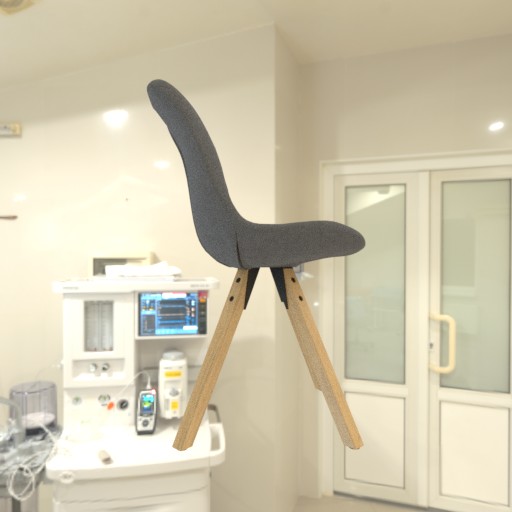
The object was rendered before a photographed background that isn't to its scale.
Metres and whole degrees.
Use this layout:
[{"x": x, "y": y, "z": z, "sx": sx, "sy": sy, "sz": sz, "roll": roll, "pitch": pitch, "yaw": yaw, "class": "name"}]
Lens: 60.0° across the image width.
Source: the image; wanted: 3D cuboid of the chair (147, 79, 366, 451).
[{"x": 0.000, "y": 0.000, "z": 1.191, "sx": 0.550, "sy": 0.850, "sz": 0.485, "roll": 0, "pitch": 1, "yaw": -1, "class": "chair"}]
